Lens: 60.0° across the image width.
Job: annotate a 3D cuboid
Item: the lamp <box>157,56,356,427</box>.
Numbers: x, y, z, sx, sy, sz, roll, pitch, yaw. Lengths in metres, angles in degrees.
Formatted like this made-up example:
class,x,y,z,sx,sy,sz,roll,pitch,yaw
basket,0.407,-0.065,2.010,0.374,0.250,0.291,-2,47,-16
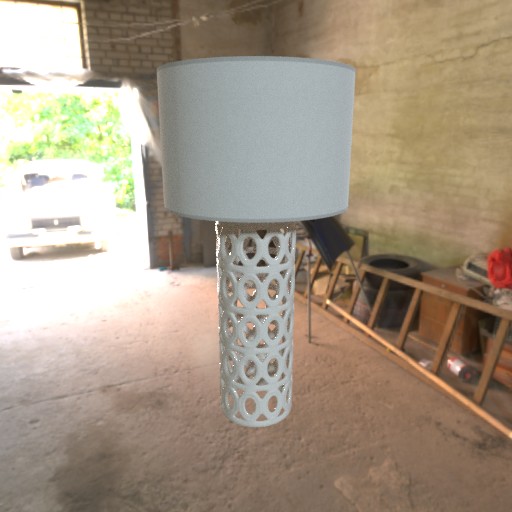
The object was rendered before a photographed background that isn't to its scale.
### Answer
class,x,y,z,sx,sy,sz,roll,pitch,yaw
lamp,0.000,0.000,0.825,0.325,0.636,0.324,8,17,26
